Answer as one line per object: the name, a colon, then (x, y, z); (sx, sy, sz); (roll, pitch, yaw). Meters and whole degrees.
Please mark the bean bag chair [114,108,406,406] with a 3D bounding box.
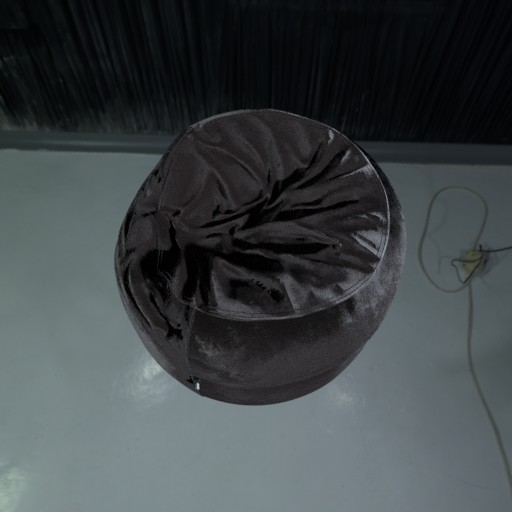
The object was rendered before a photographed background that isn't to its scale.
bean bag chair: (0.000, 0.000, 1.491); (0.918, 0.605, 0.918); (0, 58, 0)
